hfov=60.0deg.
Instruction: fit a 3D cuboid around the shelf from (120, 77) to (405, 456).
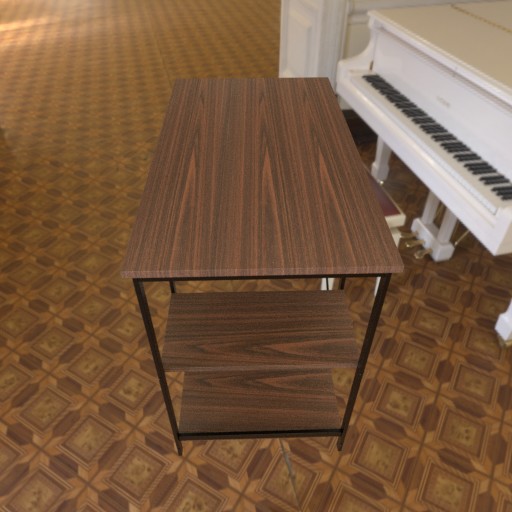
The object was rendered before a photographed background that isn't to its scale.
[{"bbox_3d":[0.000,0.000,1.360,0.498,0.750,0.902,-1,42,-1],"label":"shelf"}]
